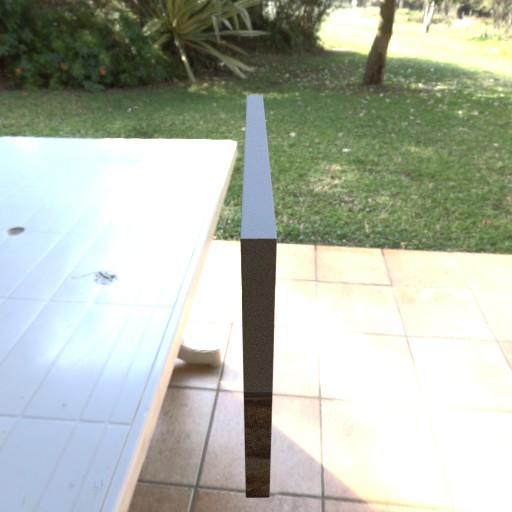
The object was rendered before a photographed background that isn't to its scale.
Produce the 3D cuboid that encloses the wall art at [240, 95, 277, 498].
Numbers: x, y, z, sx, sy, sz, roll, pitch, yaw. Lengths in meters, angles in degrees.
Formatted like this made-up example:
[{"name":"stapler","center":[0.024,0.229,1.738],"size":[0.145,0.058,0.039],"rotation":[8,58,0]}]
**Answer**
[{"name":"wall art","center":[0.000,0.000,1.144],"size":[0.050,0.610,0.914],"rotation":[0,31,0]}]
